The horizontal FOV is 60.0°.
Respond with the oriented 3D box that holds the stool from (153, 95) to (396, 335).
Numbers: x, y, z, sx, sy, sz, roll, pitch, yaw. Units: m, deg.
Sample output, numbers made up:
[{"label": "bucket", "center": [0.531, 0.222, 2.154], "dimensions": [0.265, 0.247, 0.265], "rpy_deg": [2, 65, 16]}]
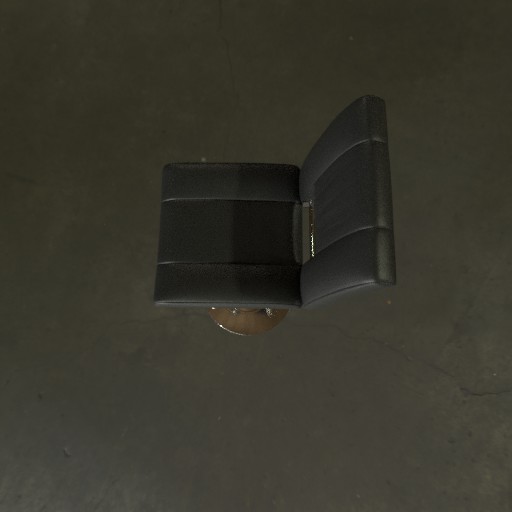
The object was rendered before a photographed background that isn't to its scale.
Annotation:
[{"label": "stool", "center": [0.000, 0.000, 1.387], "dimensions": [0.520, 1.151, 0.415], "rpy_deg": [1, 76, 0]}]
